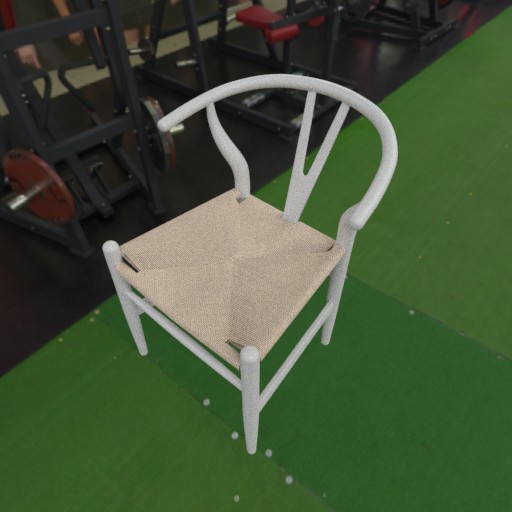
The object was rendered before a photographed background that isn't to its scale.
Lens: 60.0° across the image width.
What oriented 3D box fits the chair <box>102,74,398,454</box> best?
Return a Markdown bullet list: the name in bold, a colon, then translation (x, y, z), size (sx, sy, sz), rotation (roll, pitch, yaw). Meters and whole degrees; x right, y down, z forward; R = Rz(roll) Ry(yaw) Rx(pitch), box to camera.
- **chair**: translation (0.000, 0.000, 1.150), size (0.569, 0.730, 0.579), rotation (32, 53, 28)
